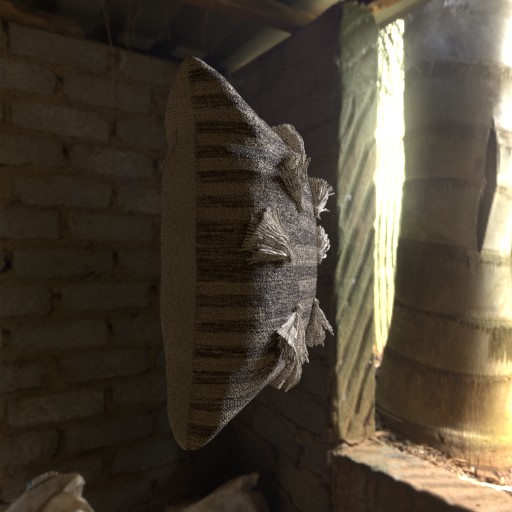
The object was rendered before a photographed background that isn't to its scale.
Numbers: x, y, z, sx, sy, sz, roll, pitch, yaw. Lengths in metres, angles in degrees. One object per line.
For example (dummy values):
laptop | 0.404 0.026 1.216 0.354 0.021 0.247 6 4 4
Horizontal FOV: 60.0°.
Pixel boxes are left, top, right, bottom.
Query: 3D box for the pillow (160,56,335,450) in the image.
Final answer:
pillow | 0.000 0.000 0.766 0.234 0.490 0.484 0 -1 18
